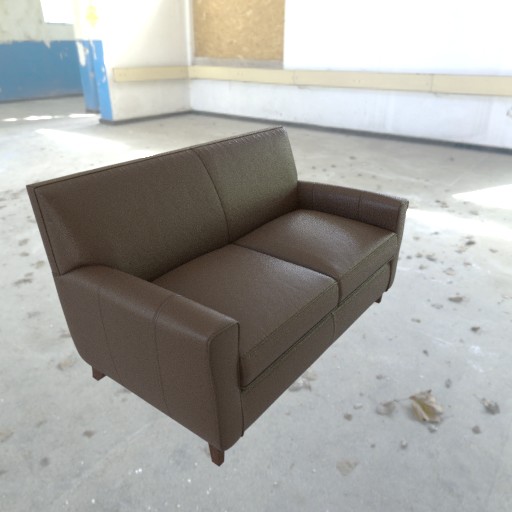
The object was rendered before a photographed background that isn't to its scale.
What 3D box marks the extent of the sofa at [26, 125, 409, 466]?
[{"bbox_3d":[0.000,0.000,1.971,0.853,0.859,1.468,19,32,33],"label":"sofa"}]
